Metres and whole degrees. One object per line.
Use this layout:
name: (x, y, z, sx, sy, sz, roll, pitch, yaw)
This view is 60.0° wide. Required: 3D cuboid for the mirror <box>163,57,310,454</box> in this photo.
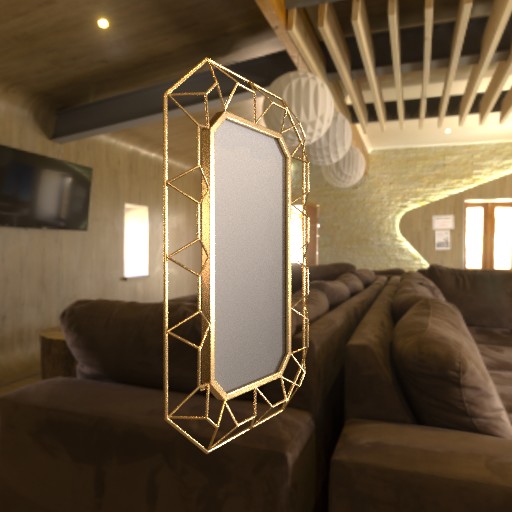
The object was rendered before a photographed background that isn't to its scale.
mirror: (0.000, 0.000, 1.091, 0.051, 0.870, 0.572, 0, 1, 35)
